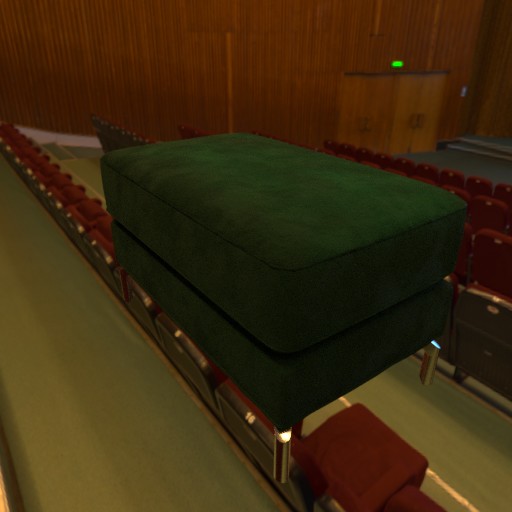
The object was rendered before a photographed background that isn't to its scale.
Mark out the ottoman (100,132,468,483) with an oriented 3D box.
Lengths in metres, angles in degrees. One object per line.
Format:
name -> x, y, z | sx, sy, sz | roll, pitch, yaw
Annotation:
ottoman -> 0.000, 0.000, 1.218 | 0.536, 0.533, 0.886 | -18, 32, -32
